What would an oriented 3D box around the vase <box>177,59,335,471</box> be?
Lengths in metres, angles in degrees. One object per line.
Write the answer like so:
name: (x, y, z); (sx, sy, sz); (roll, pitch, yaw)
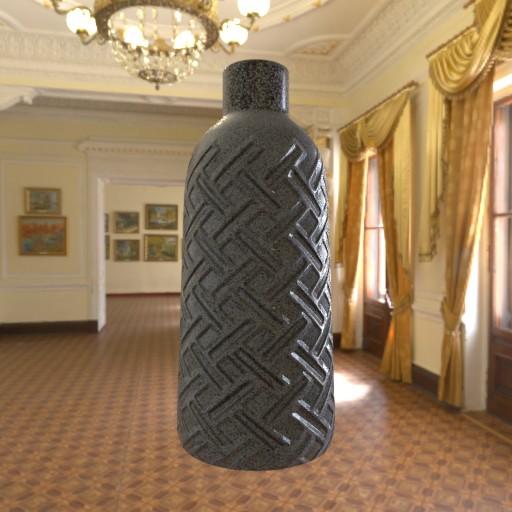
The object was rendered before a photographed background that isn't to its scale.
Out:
vase: (0.000, 0.000, 0.344); (0.122, 0.282, 0.122); (0, 1, 0)
